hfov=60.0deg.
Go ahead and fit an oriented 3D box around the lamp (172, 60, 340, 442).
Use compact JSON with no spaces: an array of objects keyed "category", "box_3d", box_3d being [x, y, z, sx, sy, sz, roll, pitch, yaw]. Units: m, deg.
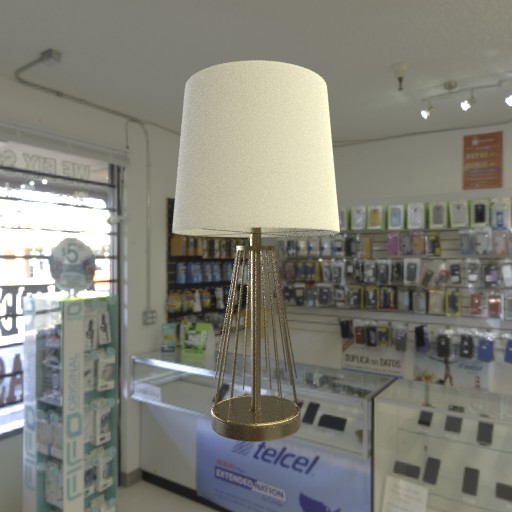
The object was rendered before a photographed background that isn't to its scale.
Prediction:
[{"category":"lamp","box_3d":[0.000,0.000,0.816,0.303,0.618,0.303,0,0,0]}]
